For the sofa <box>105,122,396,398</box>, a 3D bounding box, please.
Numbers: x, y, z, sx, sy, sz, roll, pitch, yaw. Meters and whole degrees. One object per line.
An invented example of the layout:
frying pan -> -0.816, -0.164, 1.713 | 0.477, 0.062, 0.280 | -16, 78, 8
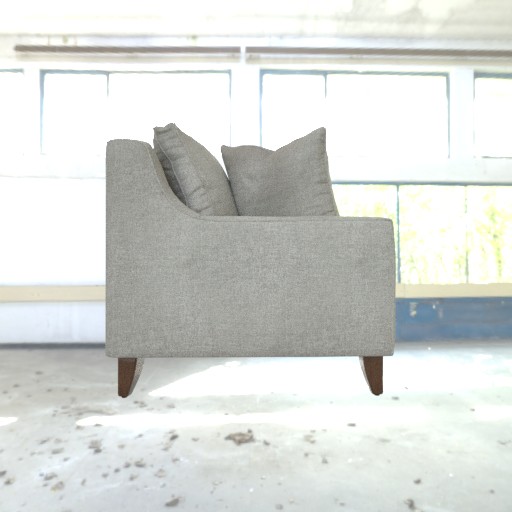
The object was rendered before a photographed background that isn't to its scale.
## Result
sofa -> 0.000, 0.000, 2.012 | 0.915, 0.863, 1.422 | 0, 0, -1
